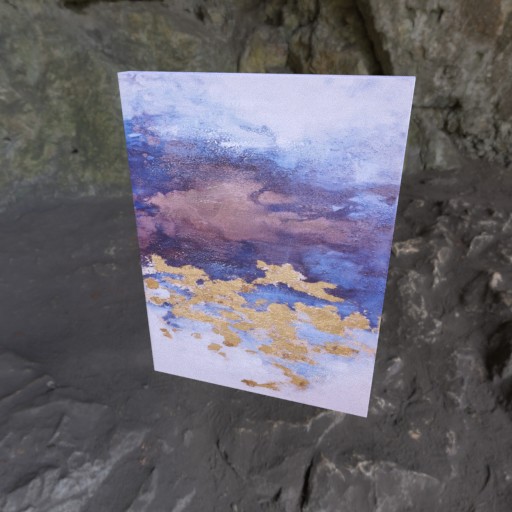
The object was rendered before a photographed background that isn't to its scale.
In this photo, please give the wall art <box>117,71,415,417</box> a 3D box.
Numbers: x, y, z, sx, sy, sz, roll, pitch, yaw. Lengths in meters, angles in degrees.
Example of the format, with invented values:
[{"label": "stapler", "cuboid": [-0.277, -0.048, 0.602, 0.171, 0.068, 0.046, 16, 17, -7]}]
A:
[{"label": "wall art", "cuboid": [0.000, 0.000, 0.764, 0.437, 0.581, 0.036, 8, 27, 16]}]
